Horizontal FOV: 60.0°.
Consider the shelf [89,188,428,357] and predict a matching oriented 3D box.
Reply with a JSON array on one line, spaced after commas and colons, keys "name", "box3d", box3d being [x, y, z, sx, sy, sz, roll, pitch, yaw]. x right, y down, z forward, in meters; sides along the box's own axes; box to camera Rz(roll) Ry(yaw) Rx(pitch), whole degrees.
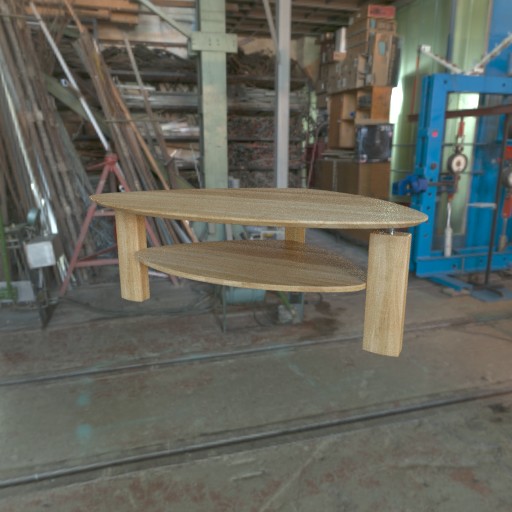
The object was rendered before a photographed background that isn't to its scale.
[{"name": "shelf", "box3d": [0.000, 0.000, 1.684, 1.240, 0.439, 0.863, 8, 16, 27]}]
